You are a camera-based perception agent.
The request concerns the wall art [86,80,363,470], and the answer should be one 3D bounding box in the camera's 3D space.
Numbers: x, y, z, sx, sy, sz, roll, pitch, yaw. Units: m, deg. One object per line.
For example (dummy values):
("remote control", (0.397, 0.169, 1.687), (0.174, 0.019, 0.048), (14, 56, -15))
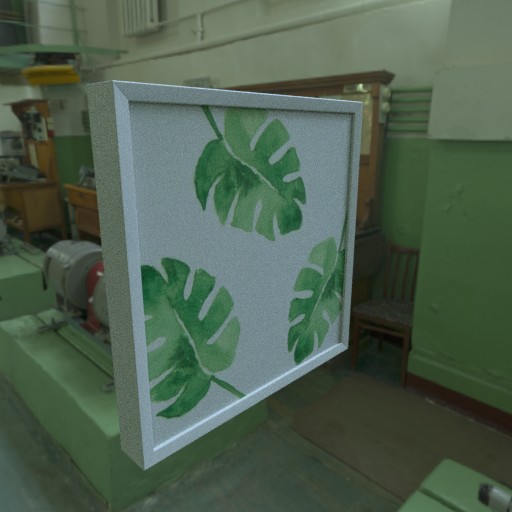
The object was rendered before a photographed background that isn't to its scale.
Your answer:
("wall art", (0.000, 0.000, 0.446), (0.038, 0.305, 0.305), (15, 21, 42))
